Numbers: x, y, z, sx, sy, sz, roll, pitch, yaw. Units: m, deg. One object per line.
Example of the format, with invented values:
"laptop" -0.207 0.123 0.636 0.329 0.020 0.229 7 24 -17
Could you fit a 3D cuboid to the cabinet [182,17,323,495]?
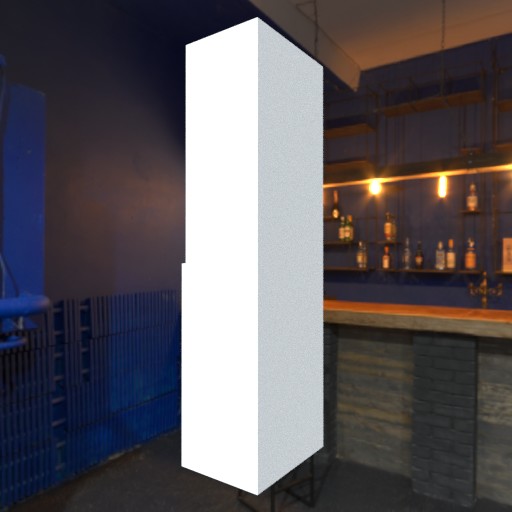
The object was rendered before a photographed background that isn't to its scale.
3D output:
"cabinet" 0.000 0.000 1.502 0.300 1.350 0.400 0 0 36
